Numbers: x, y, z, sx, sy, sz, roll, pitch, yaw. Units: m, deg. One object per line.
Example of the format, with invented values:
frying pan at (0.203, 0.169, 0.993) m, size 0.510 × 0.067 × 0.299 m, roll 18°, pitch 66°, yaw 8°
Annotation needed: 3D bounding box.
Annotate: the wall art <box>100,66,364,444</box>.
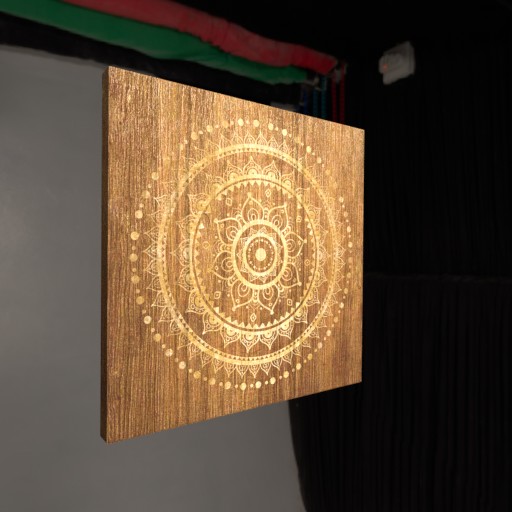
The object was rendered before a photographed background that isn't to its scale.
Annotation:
wall art at (0.000, 0.000, 0.898) m, size 0.611 × 0.608 × 0.042 m, roll 0°, pitch 1°, yaw -36°
